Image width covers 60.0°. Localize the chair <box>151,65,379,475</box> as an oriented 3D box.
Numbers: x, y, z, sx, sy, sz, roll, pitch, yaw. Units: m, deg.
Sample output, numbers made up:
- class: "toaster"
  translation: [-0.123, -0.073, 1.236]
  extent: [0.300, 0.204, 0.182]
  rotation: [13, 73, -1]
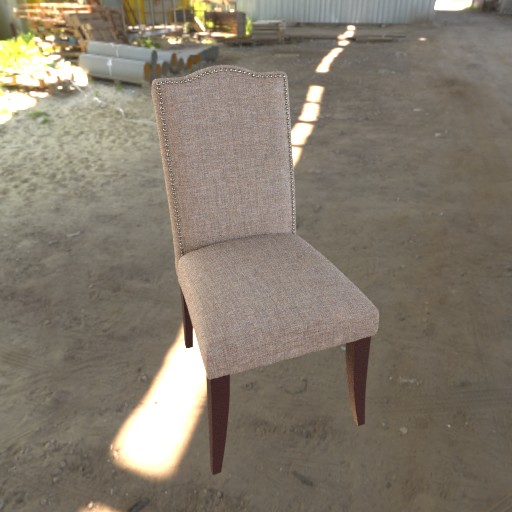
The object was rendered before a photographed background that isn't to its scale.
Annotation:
- class: "chair"
  translation: [0.000, 0.000, 1.371]
  extent: [0.513, 1.016, 0.660]
  rotation: [-11, 33, -17]
